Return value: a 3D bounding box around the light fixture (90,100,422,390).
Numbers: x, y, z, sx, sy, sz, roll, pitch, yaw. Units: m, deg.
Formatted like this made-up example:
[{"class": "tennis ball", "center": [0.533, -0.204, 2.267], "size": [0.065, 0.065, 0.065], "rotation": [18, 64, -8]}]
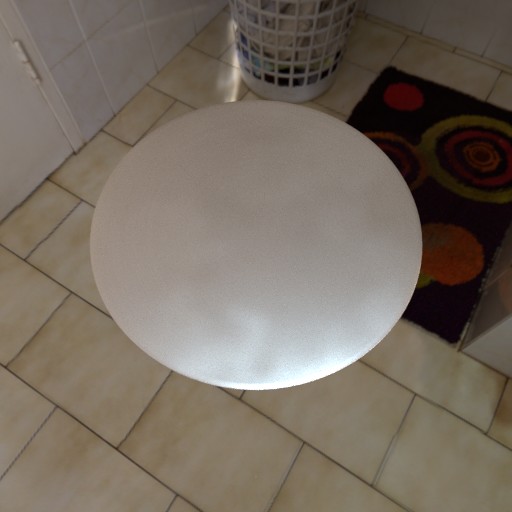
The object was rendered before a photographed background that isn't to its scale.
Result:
[{"class": "light fixture", "center": [0.000, 0.000, 0.437], "size": [0.280, 0.135, 0.280], "rotation": [0, 64, 0]}]
